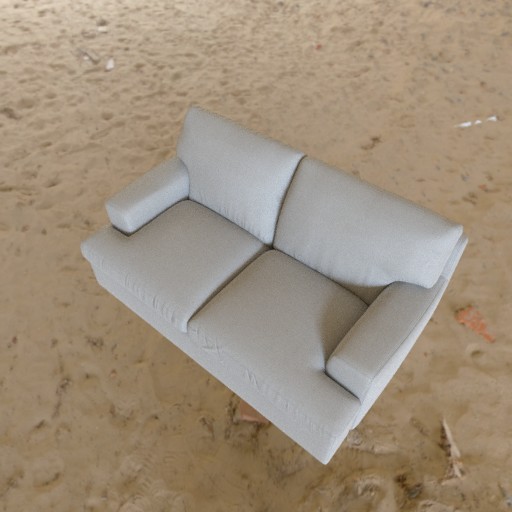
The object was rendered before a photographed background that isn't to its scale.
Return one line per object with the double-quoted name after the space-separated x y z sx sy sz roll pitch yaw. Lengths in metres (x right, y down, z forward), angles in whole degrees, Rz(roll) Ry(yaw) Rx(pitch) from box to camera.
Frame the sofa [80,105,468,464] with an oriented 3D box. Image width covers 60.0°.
0.000 0.000 2.495 1.880 0.940 1.143 31 54 26 "sofa"
